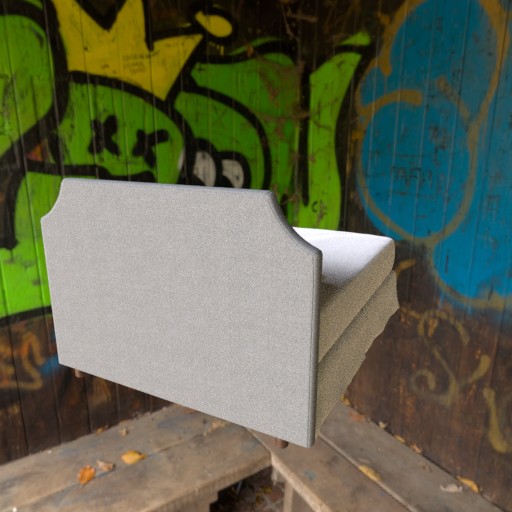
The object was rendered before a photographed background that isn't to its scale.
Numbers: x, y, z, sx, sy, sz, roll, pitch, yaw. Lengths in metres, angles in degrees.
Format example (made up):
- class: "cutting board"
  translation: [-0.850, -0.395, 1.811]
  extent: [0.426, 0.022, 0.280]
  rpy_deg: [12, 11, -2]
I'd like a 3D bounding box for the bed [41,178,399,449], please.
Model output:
- class: "bed"
  translation: [0.000, 0.000, 3.352]
  extent: [1.811, 1.296, 2.259]
  rpy_deg: [8, 17, 27]
